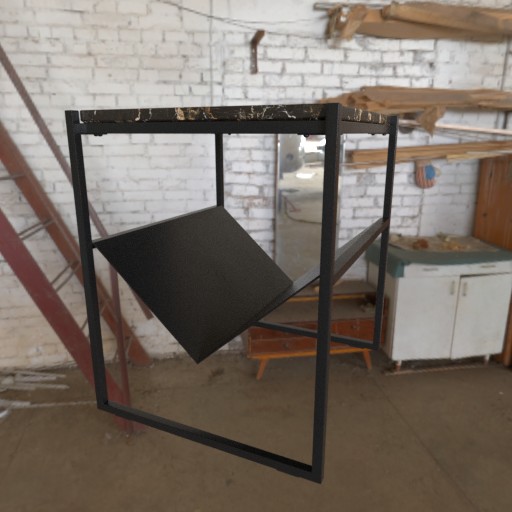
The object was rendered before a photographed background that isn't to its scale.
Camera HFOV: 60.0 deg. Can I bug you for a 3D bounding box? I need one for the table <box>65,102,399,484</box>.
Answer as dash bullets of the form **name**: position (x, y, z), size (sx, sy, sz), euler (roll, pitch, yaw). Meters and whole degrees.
- **table**: position (0.000, 0.000, 0.869), size (0.432, 0.534, 0.469), euler (7, 17, 24)
